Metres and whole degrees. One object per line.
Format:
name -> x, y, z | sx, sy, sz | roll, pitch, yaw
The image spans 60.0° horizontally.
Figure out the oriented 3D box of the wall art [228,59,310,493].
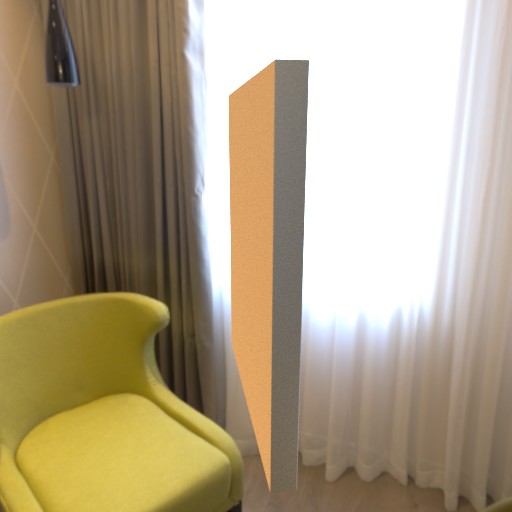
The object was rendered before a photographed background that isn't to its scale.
wall art -> 0.000, 0.000, 0.752 | 0.038, 0.549, 0.452 | -3, 15, -9
